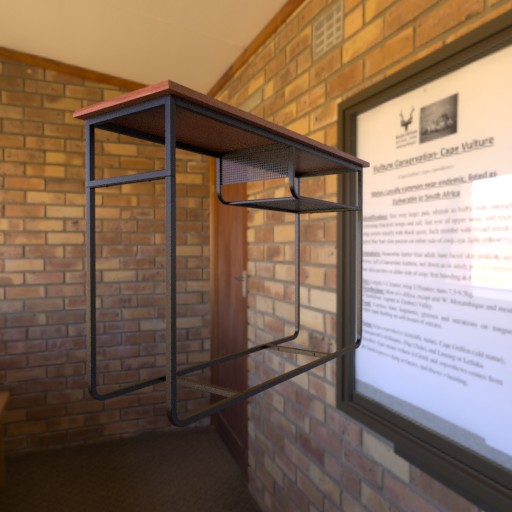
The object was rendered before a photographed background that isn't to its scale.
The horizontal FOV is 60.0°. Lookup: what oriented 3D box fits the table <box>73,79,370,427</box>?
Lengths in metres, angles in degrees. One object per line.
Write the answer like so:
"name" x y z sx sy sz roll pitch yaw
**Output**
"table" 0.000 0.000 1.472 0.350 0.750 1.100 1 1 36
